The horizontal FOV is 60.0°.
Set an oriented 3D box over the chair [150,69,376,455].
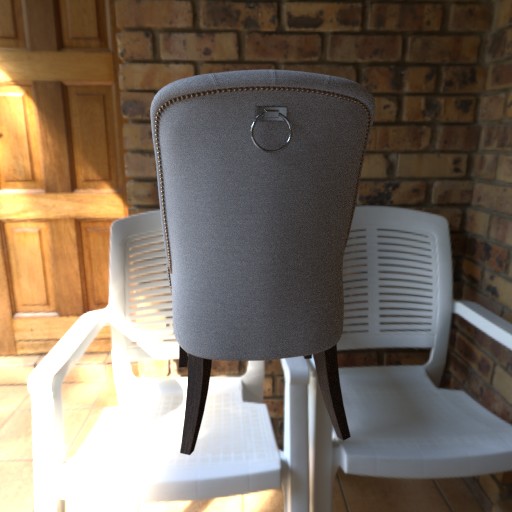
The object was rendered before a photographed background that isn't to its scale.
[{"bbox_3d":[0.000,0.000,1.499,0.634,1.091,0.629,-2,14,-8],"label":"chair"}]
